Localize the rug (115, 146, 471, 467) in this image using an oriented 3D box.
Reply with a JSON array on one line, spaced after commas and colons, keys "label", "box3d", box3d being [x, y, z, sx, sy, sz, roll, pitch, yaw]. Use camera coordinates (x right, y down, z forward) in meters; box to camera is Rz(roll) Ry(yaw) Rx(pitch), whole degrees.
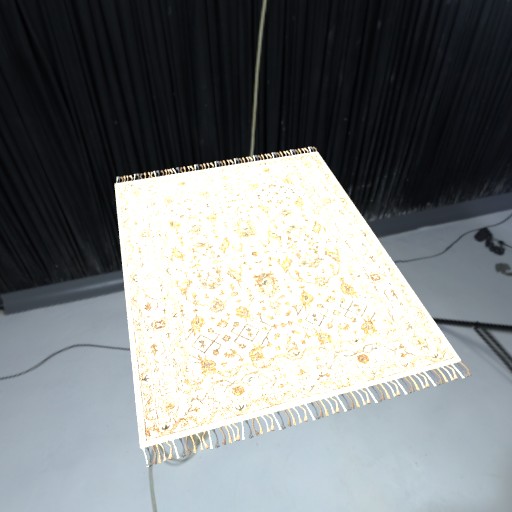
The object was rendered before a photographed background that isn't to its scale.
[{"label": "rug", "box3d": [0.000, 0.000, 2.192, 1.278, 0.009, 1.726, -11, 47, -11]}]
